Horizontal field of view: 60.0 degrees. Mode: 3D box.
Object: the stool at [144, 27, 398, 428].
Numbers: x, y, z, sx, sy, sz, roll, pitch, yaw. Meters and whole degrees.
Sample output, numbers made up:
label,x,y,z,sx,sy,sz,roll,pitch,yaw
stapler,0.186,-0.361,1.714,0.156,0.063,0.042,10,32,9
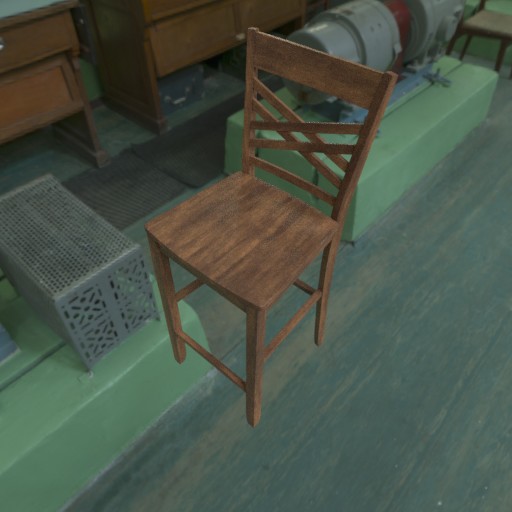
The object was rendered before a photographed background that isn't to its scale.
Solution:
label,x,y,z,sx,sy,sz,roll,pitch,yaw
stool,0.000,0.000,1.356,0.433,1.105,0.487,32,54,27
